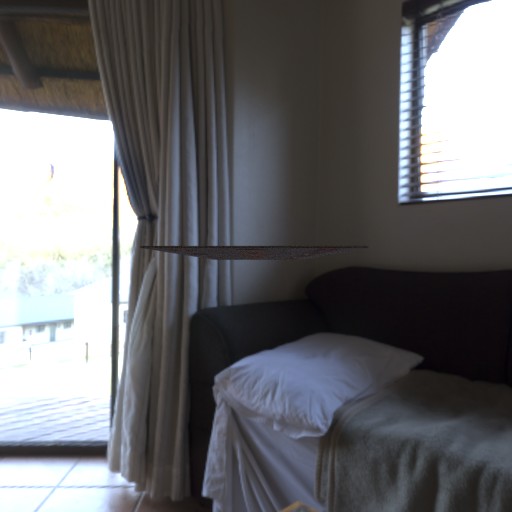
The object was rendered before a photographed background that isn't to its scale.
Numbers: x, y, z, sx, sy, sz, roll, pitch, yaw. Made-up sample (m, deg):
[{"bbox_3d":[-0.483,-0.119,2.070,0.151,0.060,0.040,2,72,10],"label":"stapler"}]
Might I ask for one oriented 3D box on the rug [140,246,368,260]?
[{"bbox_3d":[0.000,0.000,2.693,0.766,0.008,2.432,0,-1,0],"label":"rug"}]
